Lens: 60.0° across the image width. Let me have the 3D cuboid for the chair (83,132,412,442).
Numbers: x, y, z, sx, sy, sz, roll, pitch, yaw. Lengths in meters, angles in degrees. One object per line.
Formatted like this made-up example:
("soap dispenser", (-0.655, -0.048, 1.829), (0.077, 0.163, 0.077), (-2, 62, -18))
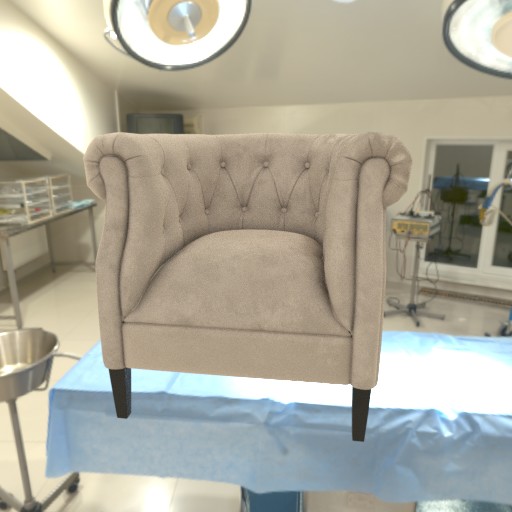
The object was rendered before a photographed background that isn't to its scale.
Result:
("chair", (0.000, 0.000, 1.536), (0.904, 0.826, 0.851), (2, 15, 8))
